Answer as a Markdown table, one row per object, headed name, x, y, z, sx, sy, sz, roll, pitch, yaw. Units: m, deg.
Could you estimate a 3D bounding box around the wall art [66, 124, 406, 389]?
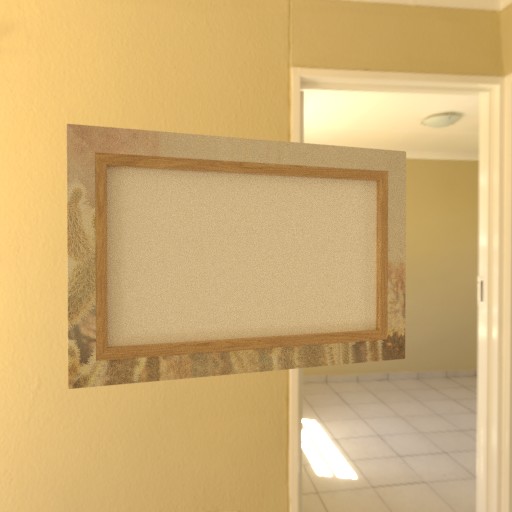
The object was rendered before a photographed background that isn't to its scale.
| name | x | y | z | sx | sy | sz | roll | pitch | yaw |
| --- | --- | --- | --- | --- | --- | --- | --- | --- | --- |
| wall art | 0.000 | 0.000 | 1.943 | 1.525 | 1.012 | 0.038 | 0 | 1 | -18 |
